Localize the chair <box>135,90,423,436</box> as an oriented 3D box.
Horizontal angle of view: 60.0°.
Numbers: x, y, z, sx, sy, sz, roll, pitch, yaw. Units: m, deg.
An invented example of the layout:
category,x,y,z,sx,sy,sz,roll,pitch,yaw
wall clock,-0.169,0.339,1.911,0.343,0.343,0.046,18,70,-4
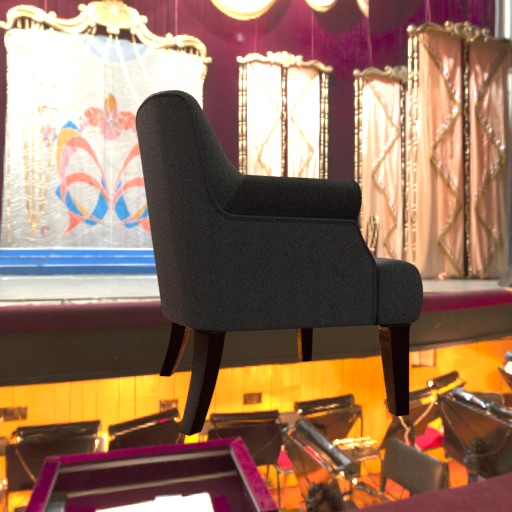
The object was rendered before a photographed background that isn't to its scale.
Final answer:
category,x,y,z,sx,sy,sz,roll,pitch,yaw
chair,0.000,0.000,1.443,0.754,0.878,0.770,0,0,-18
